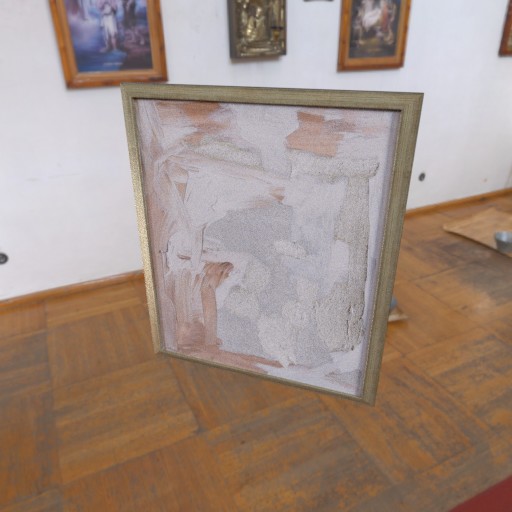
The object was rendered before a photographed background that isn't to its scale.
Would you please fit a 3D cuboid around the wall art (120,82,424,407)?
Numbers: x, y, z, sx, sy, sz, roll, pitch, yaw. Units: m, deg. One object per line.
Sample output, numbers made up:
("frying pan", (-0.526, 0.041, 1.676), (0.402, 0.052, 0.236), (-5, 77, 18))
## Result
("wall art", (0.000, 0.000, 0.924), (0.559, 0.660, 0.018), (9, 28, 17))
